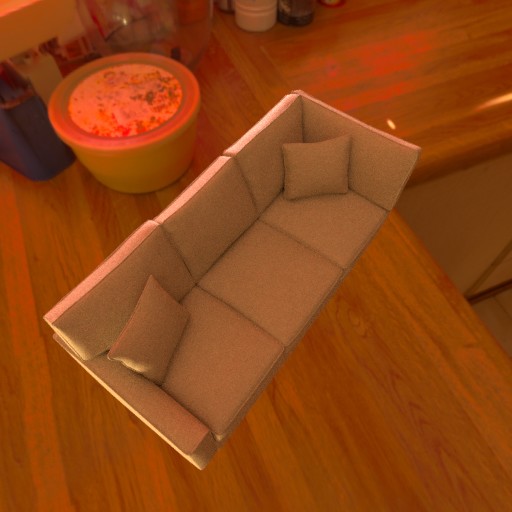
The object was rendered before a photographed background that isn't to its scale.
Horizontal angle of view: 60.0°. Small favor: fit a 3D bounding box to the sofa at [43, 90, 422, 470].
[{"bbox_3d":[0.000,0.000,2.845,1.061,0.962,2.317,32,63,19],"label":"sofa"}]
